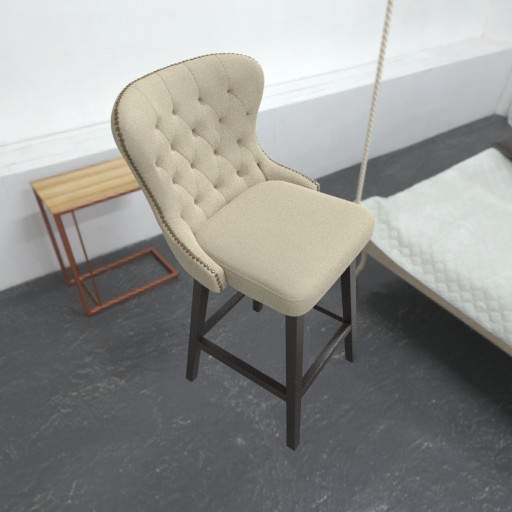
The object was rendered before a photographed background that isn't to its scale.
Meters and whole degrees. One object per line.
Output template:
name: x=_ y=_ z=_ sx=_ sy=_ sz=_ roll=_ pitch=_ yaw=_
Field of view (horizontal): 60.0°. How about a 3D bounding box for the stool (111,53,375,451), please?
stool: x=0.000 y=0.000 z=1.298 sx=0.593 sy=0.971 sz=0.528 roll=25 pitch=46 yaw=26
